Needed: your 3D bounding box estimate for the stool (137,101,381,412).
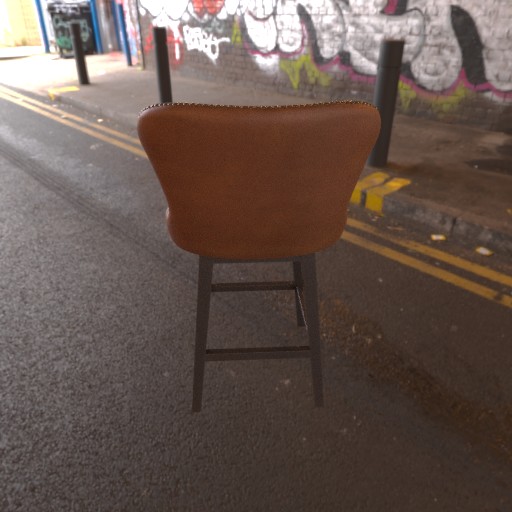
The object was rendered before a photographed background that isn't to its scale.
[{"bbox_3d":[0.000,0.000,1.320,0.528,0.971,0.593,-1,29,-3],"label":"stool"}]
